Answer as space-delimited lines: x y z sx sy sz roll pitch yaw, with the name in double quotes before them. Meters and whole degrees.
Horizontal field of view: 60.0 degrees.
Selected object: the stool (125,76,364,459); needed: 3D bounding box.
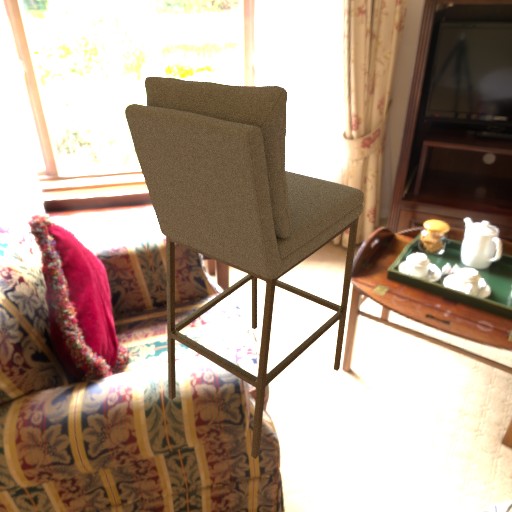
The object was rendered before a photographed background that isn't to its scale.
"stool" 0.000 0.000 1.455 0.463 1.132 0.569 21 36 33
